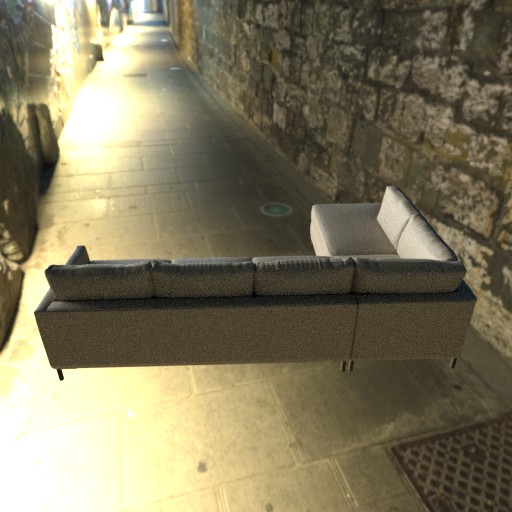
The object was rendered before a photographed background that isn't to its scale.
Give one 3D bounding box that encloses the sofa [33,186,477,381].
[{"bbox_3d":[0.000,0.000,3.131,2.423,0.703,1.617,-1,30,-2],"label":"sofa"}]
